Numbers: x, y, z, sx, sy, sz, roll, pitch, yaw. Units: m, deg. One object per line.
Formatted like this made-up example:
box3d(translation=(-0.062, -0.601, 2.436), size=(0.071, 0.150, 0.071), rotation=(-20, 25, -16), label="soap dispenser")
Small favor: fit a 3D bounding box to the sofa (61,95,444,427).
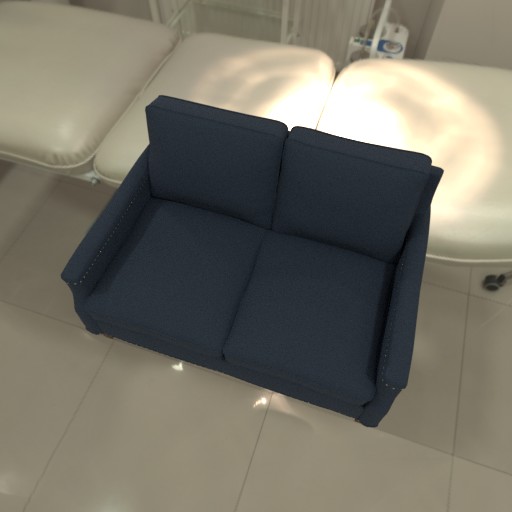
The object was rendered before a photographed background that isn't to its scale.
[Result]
box3d(translation=(0.000, 0.000, 2.228), size=(1.597, 1.003, 1.084), rotation=(16, 59, 10), label="sofa")
